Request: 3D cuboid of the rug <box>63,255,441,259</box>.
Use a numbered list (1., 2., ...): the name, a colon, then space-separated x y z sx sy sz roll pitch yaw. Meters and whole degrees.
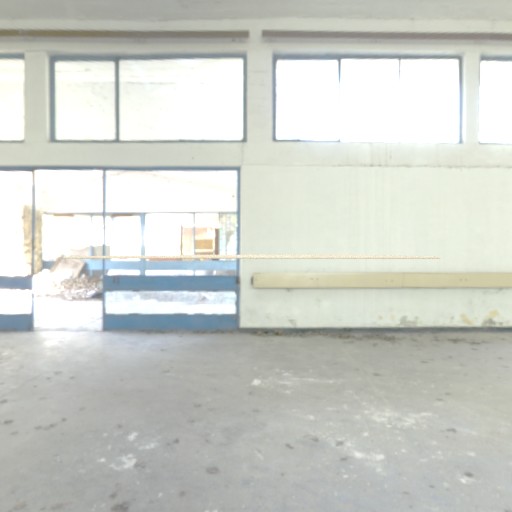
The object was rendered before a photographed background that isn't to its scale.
1. rug: 0.000 0.000 2.343 1.220 0.007 1.828 0 0 1
